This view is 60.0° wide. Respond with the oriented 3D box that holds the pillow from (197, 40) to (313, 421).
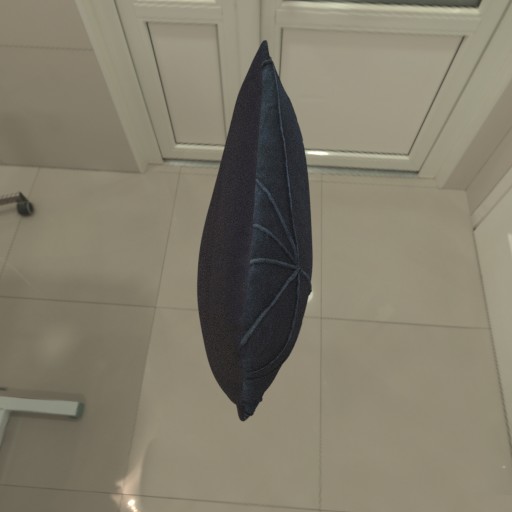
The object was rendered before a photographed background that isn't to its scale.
[{"bbox_3d":[0.000,0.000,0.685,0.183,0.440,0.439,3,64,2],"label":"pillow"}]
